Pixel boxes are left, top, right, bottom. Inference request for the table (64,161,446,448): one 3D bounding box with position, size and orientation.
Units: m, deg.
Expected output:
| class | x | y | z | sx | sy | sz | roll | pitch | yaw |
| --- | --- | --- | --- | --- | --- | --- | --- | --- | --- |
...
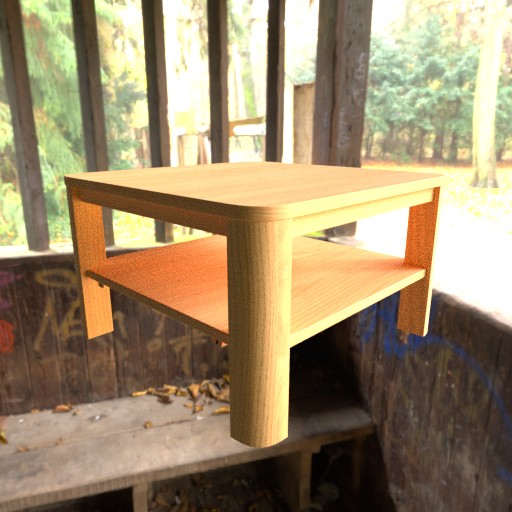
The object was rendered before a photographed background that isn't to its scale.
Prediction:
| class | x | y | z | sx | sy | sz | roll | pitch | yaw |
| --- | --- | --- | --- | --- | --- | --- | --- | --- | --- |
| table | 0.000 | 0.000 | 1.239 | 0.750 | 0.450 | 0.750 | 15 | 22 | 42 |
